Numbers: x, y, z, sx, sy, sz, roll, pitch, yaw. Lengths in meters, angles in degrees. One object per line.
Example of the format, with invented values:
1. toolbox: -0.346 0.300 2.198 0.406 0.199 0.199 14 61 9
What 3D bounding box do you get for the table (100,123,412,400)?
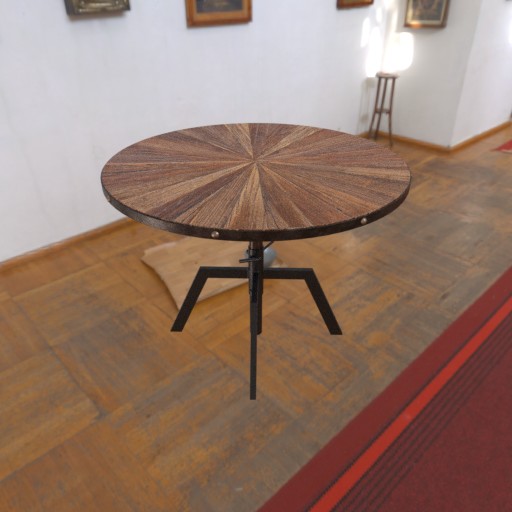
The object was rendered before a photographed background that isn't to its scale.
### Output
1. table: 0.000 0.000 1.484 0.885 0.658 0.885 0 31 0
